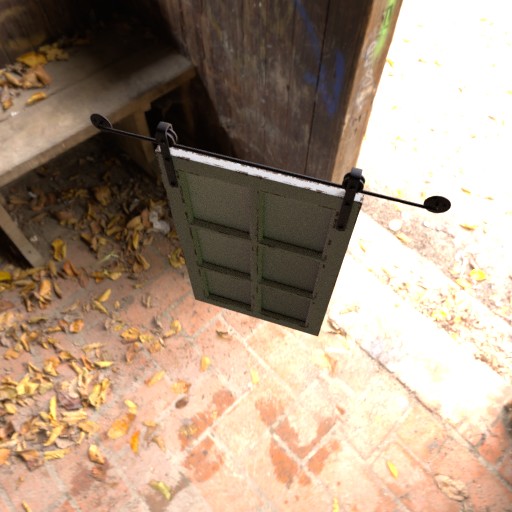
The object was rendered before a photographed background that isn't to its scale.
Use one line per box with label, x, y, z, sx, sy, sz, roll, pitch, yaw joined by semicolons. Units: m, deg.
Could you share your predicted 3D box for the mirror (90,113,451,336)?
mirror;0.000;0.000;1.259;0.808;0.844;0.037;16;60;9
